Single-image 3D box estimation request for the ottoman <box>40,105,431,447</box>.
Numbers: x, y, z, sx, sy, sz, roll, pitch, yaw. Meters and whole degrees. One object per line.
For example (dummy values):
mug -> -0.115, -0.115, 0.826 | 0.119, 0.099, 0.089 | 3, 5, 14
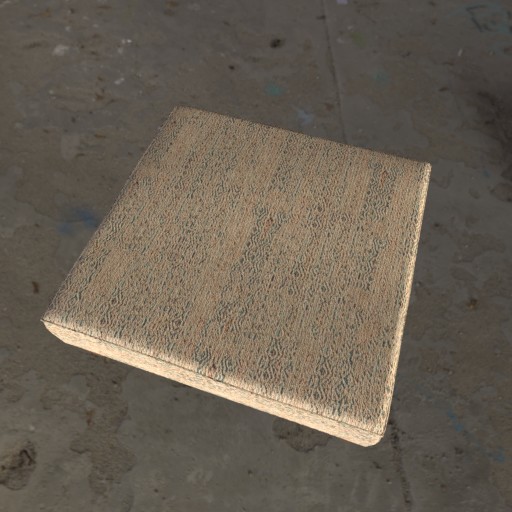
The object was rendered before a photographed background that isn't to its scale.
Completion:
ottoman -> 0.000, 0.000, 1.537 | 1.004, 0.356, 0.968 | 16, 60, 9
